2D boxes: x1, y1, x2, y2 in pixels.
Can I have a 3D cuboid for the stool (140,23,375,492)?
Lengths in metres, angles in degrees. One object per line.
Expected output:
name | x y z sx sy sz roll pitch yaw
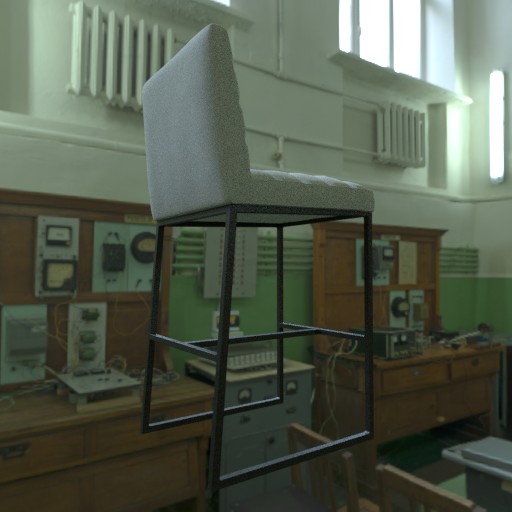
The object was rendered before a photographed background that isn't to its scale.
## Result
stool | 0.000 0.000 1.328 0.573 1.061 0.464 1 -2 -35
